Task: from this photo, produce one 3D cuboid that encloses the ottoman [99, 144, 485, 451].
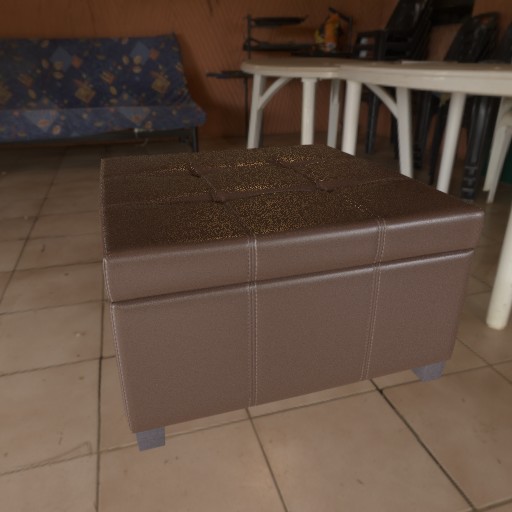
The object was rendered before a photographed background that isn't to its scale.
[{"bbox_3d":[0.000,0.000,1.246,0.788,0.460,0.787,-8,26,-16],"label":"ottoman"}]
